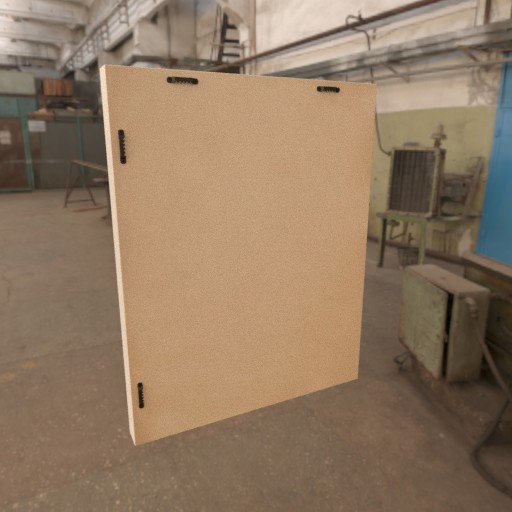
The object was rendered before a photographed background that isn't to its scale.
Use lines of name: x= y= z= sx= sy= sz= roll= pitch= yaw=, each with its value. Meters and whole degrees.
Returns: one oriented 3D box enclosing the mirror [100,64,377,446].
mirror: x=0.000 y=0.000 z=0.674 sx=0.406 sy=0.509 sz=0.041 roll=-7 pitch=17 yaw=-26
